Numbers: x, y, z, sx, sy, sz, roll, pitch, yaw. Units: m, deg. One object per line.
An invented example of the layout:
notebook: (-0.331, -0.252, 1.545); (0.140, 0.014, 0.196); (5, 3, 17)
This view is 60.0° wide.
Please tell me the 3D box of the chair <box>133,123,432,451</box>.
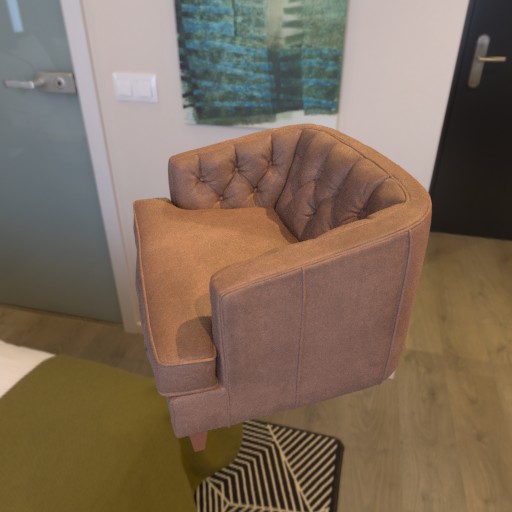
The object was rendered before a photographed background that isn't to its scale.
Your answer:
chair: (0.000, 0.000, 1.711); (0.914, 0.787, 1.118); (-8, 32, -14)
